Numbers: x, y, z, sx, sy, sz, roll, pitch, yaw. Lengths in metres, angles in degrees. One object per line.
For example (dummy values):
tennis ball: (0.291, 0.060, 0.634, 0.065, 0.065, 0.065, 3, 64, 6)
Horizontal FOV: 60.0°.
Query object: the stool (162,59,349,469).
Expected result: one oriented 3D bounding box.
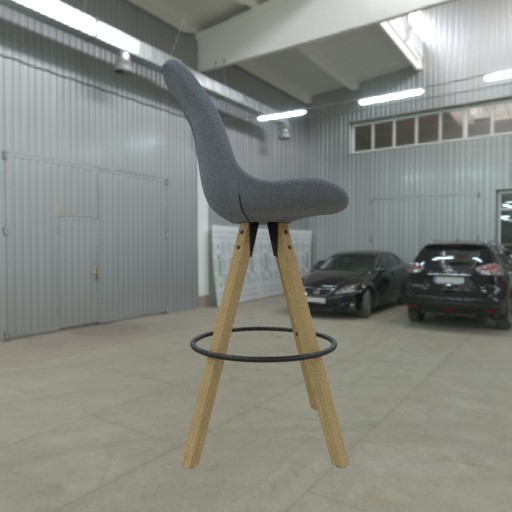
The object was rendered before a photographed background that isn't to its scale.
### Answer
stool: (0.000, 0.000, 1.384, 0.550, 1.115, 0.485, 0, 1, -1)
